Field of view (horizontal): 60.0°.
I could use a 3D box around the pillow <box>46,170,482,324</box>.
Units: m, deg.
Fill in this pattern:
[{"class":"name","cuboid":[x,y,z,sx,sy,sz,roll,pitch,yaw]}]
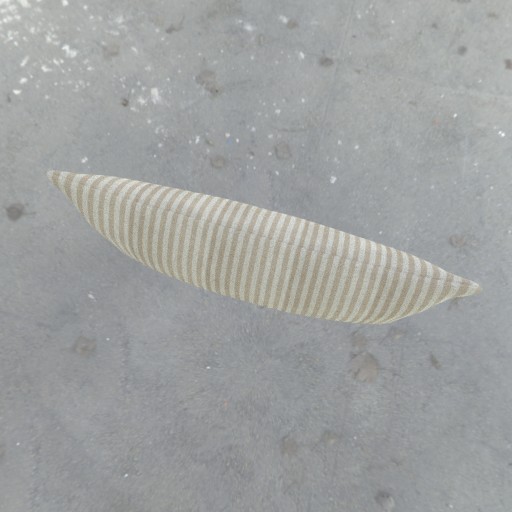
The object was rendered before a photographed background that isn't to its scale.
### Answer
[{"class":"pillow","cuboid":[0.000,0.000,0.742,0.617,0.295,0.151,15,76,4]}]
